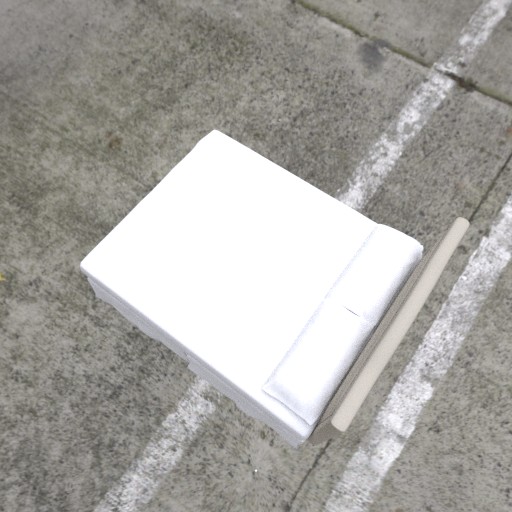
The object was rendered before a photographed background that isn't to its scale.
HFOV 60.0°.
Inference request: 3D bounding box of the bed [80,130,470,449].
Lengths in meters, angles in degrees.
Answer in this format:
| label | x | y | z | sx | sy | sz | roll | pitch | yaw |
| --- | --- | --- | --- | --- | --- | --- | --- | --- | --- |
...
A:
| label | x | y | z | sx | sy | sz | roll | pitch | yaw |
| --- | --- | --- | --- | --- | --- | --- | --- | --- | --- |
| bed | 0.000 | 0.000 | 3.668 | 2.477 | 1.437 | 1.977 | 33 | 69 | 15 |
